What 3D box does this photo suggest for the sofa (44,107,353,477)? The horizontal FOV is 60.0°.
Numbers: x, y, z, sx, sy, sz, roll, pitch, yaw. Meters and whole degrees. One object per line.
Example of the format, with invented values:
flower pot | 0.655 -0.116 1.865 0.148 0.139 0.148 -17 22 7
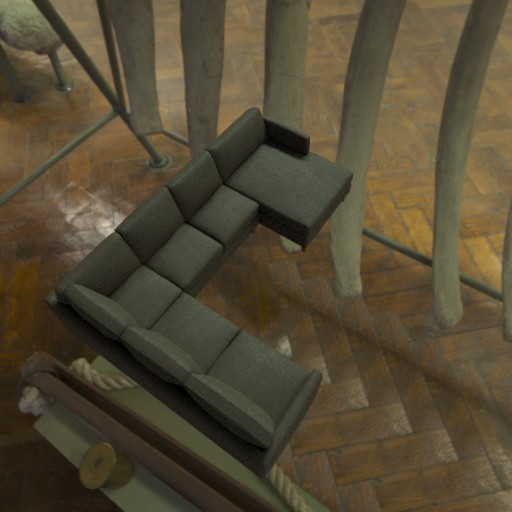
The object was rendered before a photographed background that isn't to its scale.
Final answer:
sofa | 0.000 0.000 4.792 2.594 0.961 3.460 30 61 18
